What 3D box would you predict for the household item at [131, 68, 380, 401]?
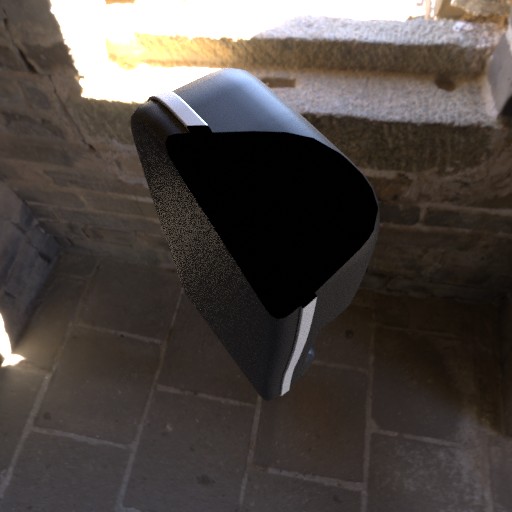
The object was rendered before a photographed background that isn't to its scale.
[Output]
[{"bbox_3d":[0.000,0.000,0.149,0.038,0.114,0.070,-33,65,-17],"label":"household item"}]
